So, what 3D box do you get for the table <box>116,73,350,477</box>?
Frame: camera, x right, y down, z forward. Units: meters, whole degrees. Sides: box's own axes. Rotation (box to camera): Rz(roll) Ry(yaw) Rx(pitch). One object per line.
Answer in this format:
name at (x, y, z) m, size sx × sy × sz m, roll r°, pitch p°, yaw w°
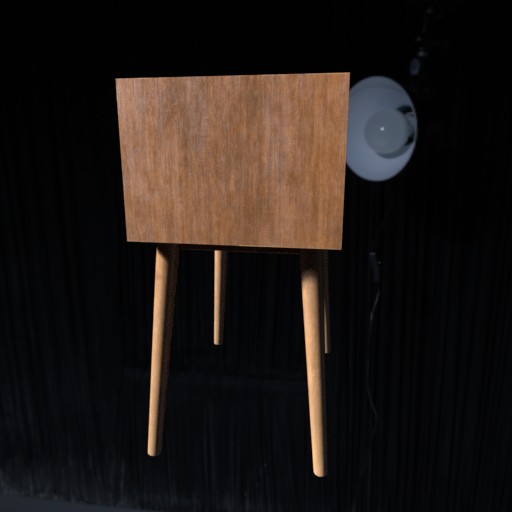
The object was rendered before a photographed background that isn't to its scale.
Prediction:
table at (0.000, 0.000, 0.845) m, size 0.307 × 0.580 × 0.454 m, roll 2°, pitch 14°, yaw 10°
